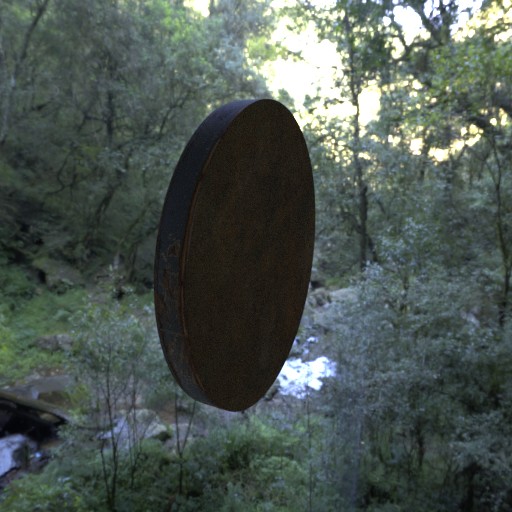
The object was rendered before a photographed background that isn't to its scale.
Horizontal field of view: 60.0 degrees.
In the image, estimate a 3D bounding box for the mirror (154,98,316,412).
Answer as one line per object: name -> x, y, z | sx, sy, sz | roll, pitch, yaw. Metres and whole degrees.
mirror -> 0.000, 0.000, 0.877 | 0.061, 0.585, 0.585 | 7, 17, 24
